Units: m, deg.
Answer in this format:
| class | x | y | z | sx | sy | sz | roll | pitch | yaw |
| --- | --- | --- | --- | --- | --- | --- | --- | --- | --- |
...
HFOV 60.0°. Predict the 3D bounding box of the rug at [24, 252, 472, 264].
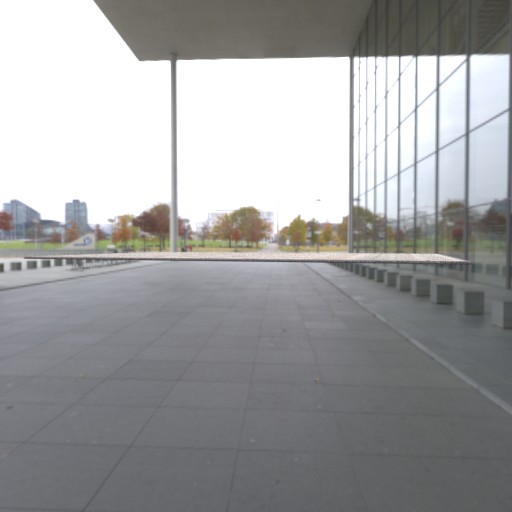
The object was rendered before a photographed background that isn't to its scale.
| class | x | y | z | sx | sy | sz | roll | pitch | yaw |
| --- | --- | --- | --- | --- | --- | --- | --- | --- | --- |
| rug | 0.000 | 0.000 | 3.004 | 2.438 | 0.015 | 1.524 | 0 | 2 | 18 |
